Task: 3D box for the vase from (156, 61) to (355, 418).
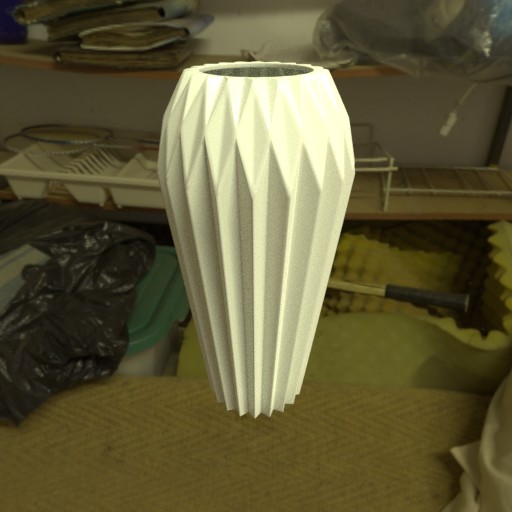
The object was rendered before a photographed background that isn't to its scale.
[{"bbox_3d":[0.000,0.000,0.336,0.133,0.263,0.133,0,30,0],"label":"vase"}]
